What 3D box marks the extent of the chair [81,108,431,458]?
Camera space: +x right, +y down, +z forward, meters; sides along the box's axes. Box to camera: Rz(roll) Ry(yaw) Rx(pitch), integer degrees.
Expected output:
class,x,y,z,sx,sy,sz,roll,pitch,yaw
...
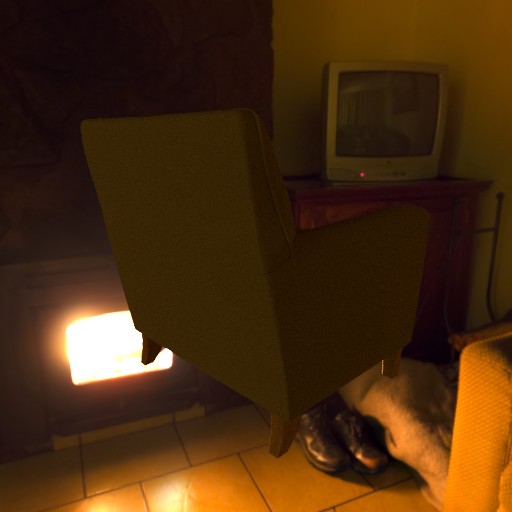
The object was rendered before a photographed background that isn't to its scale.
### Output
class,x,y,z,sx,sy,sz,roll,pitch,yaw
chair,0.000,0.000,1.530,0.831,0.911,0.836,-14,20,-42
